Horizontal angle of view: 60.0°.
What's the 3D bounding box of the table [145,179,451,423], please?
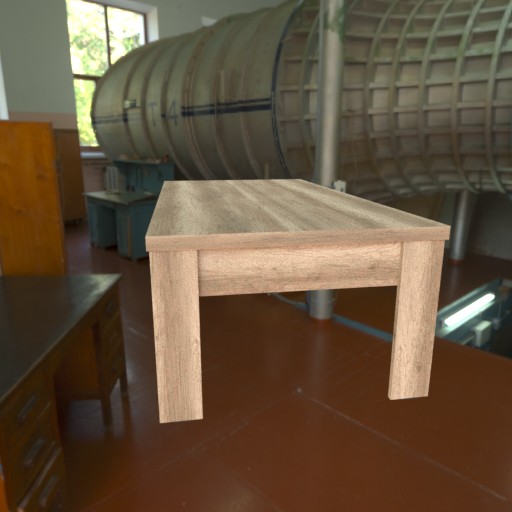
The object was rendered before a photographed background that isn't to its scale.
[{"bbox_3d":[0.000,0.000,1.687,0.700,0.460,1.350,-2,15,-9],"label":"table"}]
